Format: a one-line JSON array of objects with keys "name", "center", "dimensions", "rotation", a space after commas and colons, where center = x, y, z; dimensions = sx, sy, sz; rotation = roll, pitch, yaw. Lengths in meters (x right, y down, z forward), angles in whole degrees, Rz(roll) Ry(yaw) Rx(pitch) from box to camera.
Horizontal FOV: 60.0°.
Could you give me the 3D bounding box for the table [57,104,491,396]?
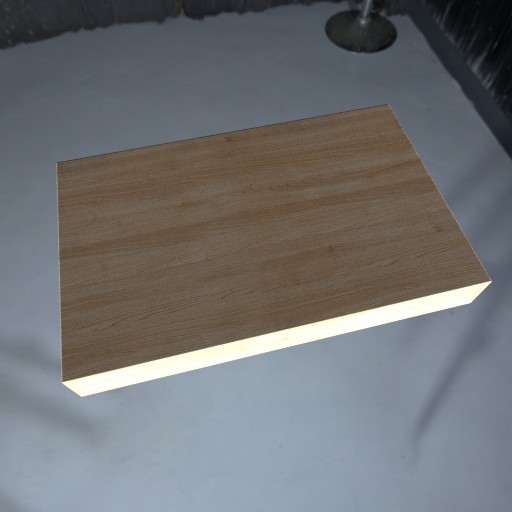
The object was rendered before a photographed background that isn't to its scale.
[{"name": "table", "center": [0.000, 0.000, 1.456], "dimensions": [1.100, 0.440, 0.700], "rotation": [-12, 60, -7]}]
